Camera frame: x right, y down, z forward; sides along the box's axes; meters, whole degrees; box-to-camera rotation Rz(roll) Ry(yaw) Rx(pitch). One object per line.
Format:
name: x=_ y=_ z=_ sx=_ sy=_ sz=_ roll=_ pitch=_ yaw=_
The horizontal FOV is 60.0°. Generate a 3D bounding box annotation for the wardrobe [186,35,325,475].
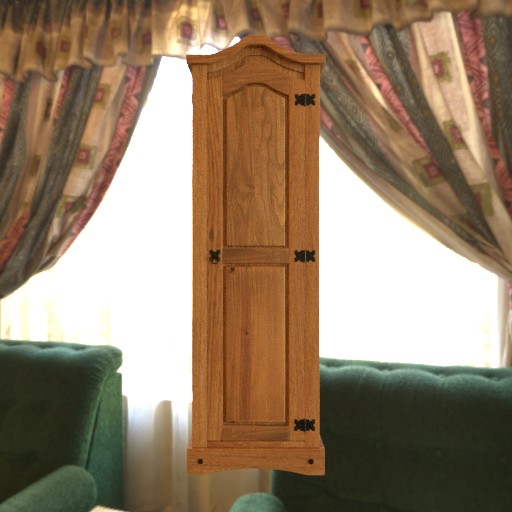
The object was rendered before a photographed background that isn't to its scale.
wardrobe: x=0.000 y=0.000 z=2.167 sx=0.590 sy=1.870 sz=0.570 roll=0 pitch=1 yaw=0
